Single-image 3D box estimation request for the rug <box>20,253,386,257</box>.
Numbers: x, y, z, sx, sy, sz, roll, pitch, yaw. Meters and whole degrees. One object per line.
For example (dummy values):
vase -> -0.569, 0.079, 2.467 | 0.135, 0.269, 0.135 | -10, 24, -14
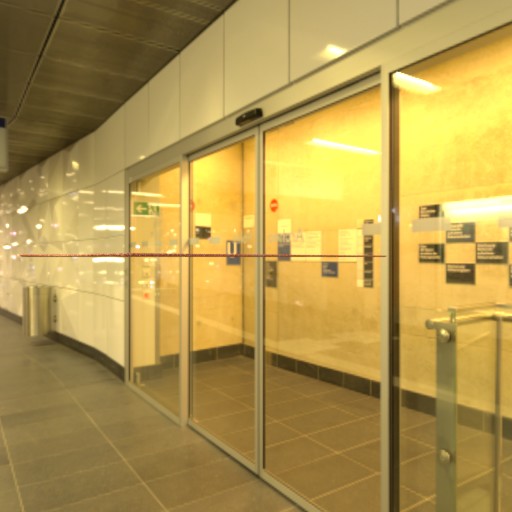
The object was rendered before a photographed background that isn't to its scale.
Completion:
rug -> 0.000, 0.000, 2.514 | 0.687, 0.012, 2.307 | 0, 0, 36
